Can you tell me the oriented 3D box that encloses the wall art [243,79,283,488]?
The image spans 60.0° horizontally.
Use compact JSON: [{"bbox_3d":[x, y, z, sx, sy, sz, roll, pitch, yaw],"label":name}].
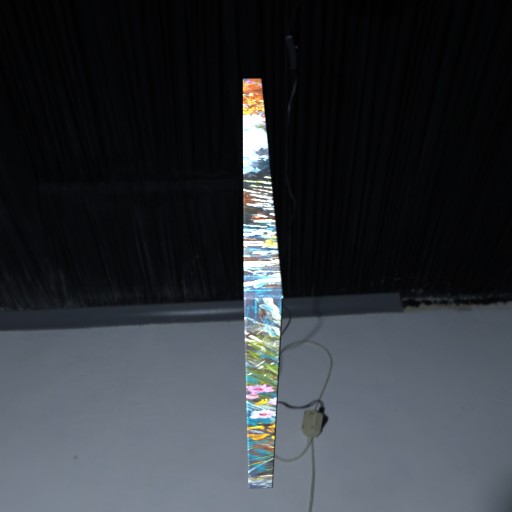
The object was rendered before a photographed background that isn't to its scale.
[{"bbox_3d":[0.000,0.000,0.774,0.037,0.406,0.610,-1,40,-1],"label":"wall art"}]
